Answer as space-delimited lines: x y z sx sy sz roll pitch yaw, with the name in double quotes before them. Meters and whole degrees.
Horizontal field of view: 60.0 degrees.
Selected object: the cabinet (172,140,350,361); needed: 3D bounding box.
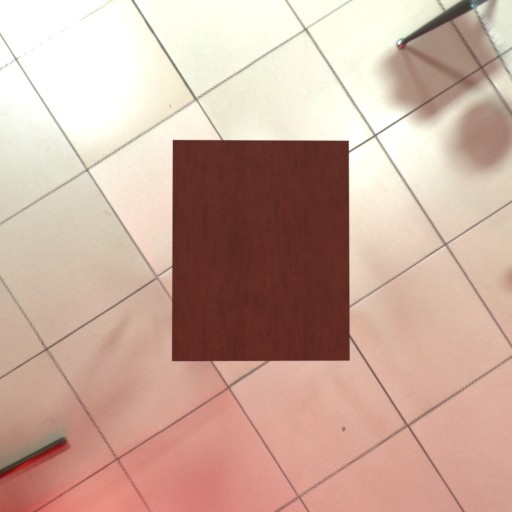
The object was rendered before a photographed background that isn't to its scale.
"cabinet" 0.000 0.000 1.759 0.401 1.518 0.500 0 89 -1
